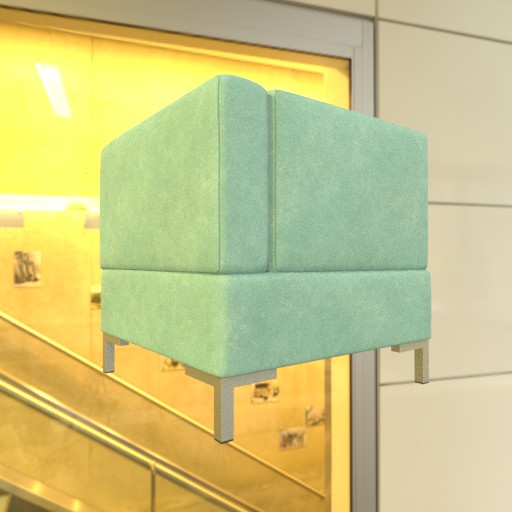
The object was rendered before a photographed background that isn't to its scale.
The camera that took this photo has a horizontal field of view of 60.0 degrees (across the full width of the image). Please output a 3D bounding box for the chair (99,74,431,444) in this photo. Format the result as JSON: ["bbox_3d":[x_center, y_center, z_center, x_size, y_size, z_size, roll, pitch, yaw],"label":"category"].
[{"bbox_3d":[0.000,0.000,1.219,0.680,0.660,0.680,0,-1,-37],"label":"chair"}]
